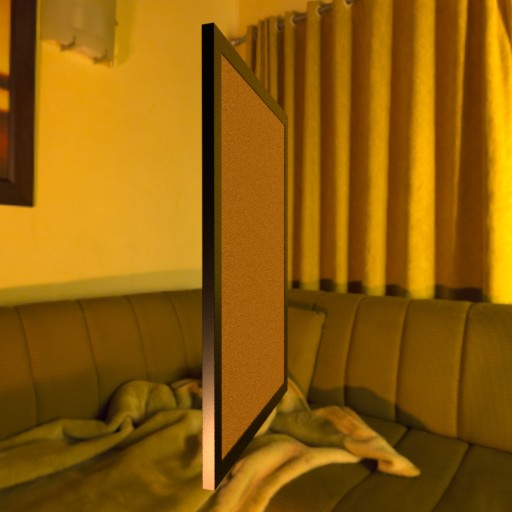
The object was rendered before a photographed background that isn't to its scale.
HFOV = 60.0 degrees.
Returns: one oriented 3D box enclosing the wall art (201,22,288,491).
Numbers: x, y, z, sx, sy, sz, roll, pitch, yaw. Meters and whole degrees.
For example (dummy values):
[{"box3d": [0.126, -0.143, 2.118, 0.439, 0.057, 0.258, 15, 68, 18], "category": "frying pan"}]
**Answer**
[{"box3d": [0.000, 0.000, 0.555, 0.013, 0.432, 0.304, 0, 1, 17], "category": "wall art"}]
